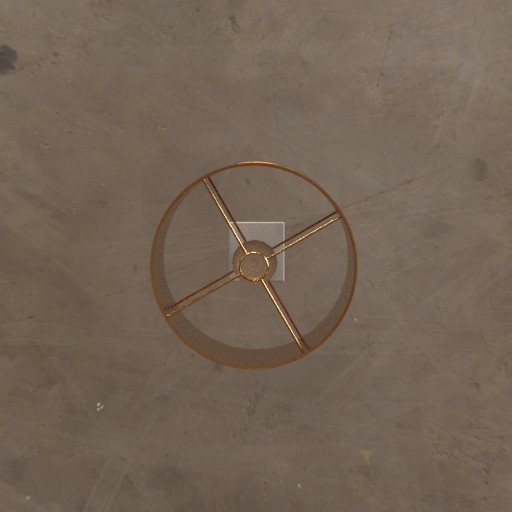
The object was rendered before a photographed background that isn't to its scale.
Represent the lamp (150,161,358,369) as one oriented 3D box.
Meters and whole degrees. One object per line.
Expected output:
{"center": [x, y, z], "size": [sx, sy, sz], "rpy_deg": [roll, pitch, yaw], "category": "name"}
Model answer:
{"center": [0.000, 0.000, 0.535], "size": [0.208, 0.406, 0.208], "rpy_deg": [0, 92, 0], "category": "lamp"}
